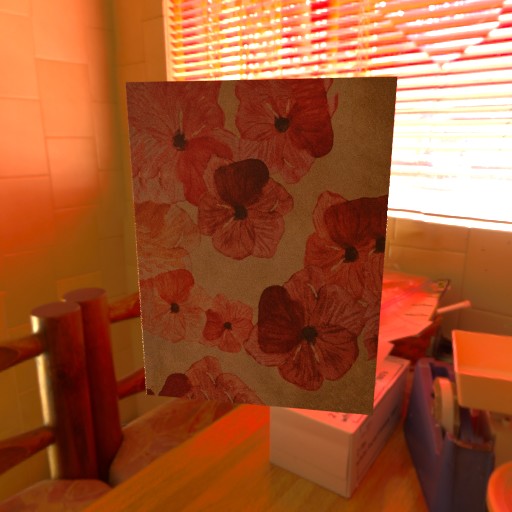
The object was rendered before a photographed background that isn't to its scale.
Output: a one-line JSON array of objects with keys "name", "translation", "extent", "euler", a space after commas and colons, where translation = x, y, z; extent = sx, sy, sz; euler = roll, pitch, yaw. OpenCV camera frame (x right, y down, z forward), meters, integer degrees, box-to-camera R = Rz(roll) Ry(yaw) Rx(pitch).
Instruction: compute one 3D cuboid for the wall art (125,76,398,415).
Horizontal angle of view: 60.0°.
[{"name": "wall art", "translation": [0.000, 0.000, 1.363], "extent": [0.762, 1.015, 0.031], "euler": [2, 15, 9]}]
